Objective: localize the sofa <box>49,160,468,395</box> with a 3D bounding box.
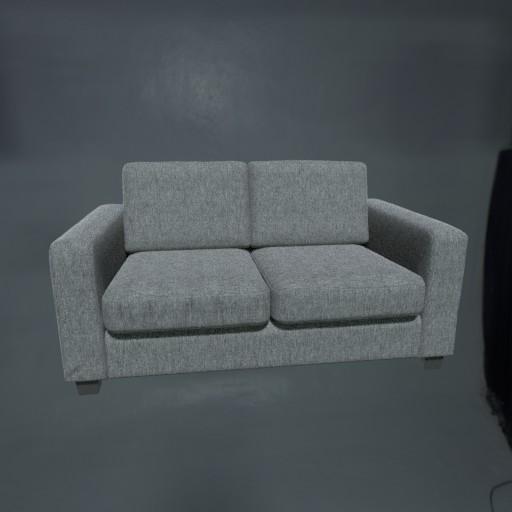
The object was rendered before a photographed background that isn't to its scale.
[{"bbox_3d":[0.000,0.000,1.979,1.520,0.800,0.900,-2,16,-7],"label":"sofa"}]
